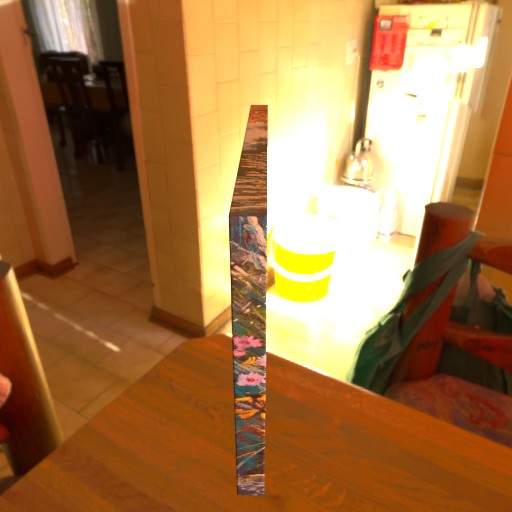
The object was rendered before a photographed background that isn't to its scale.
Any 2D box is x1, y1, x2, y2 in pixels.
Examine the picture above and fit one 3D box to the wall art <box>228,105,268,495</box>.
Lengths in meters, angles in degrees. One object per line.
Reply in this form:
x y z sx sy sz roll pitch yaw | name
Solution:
0.000 0.000 0.771 0.037 0.406 0.610 1 28 1 | wall art
